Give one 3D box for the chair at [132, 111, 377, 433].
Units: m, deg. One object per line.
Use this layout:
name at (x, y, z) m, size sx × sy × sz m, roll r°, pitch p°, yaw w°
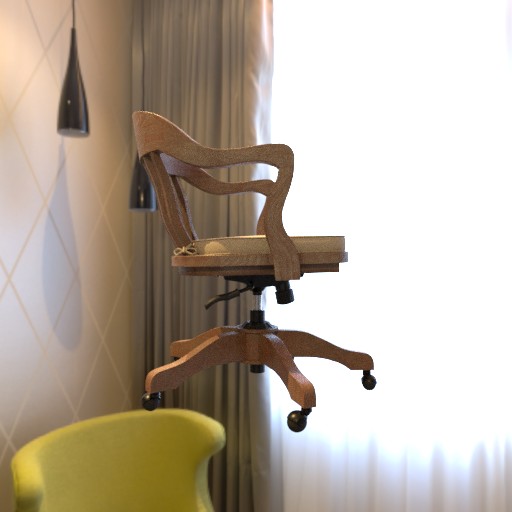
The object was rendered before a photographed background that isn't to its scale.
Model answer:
chair at (0.000, 0.000, 1.455) m, size 0.788 × 0.878 × 0.750 m, roll 0°, pitch 0°, yaw -2°
